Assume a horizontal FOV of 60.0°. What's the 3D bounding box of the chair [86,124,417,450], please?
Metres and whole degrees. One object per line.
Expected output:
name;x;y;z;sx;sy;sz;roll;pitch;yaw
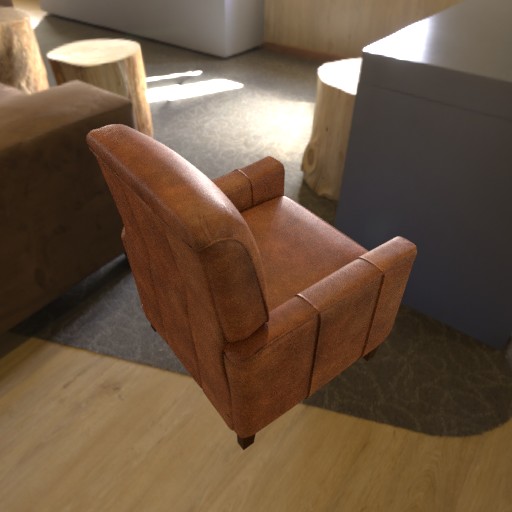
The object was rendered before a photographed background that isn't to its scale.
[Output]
chair;0.000;0.000;1.667;0.836;1.043;0.843;-26;47;-27
